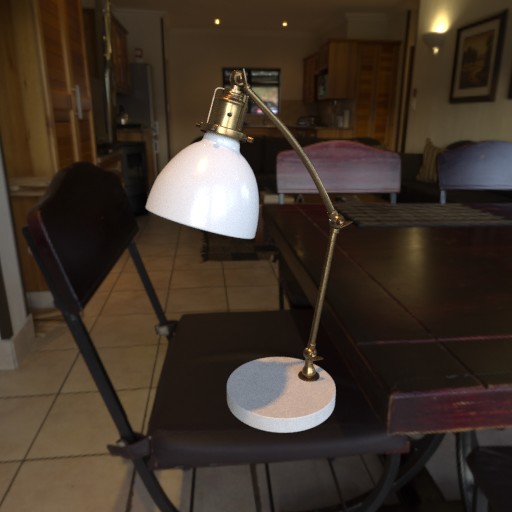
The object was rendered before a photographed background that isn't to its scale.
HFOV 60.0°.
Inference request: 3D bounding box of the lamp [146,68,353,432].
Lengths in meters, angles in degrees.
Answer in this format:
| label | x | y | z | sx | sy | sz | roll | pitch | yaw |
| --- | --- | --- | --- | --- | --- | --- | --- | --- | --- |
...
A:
| label | x | y | z | sx | sy | sz | roll | pitch | yaw |
| --- | --- | --- | --- | --- | --- | --- | --- | --- | --- |
| lamp | 0.000 | 0.000 | 0.673 | 0.317 | 0.522 | 0.186 | -8 | 18 | -24 |
